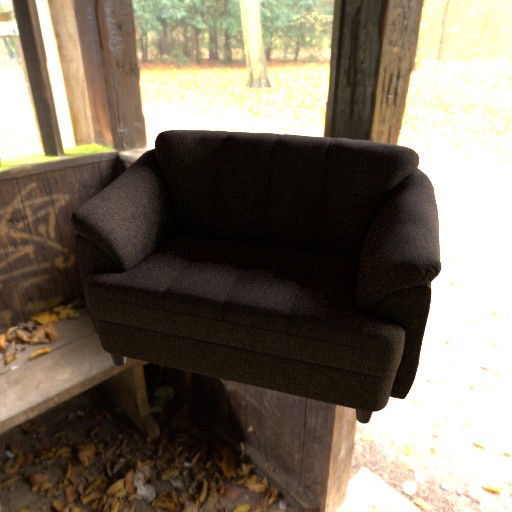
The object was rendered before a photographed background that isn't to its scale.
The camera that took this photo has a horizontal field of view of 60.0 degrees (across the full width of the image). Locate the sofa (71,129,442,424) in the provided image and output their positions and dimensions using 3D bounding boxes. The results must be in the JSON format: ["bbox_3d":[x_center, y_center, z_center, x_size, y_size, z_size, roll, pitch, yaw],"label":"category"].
[{"bbox_3d":[0.000,0.000,1.900,1.404,0.895,0.799,8,28,15],"label":"sofa"}]
